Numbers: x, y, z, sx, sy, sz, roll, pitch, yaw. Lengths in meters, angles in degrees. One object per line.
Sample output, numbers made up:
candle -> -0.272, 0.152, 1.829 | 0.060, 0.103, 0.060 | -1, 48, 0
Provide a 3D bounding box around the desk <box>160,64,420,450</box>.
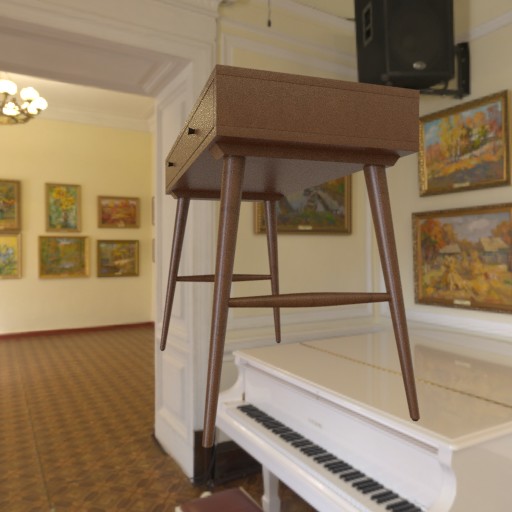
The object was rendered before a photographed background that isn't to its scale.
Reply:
desk -> 0.000, 0.000, 1.388 | 0.510, 0.758, 0.949 | 0, 1, -17
